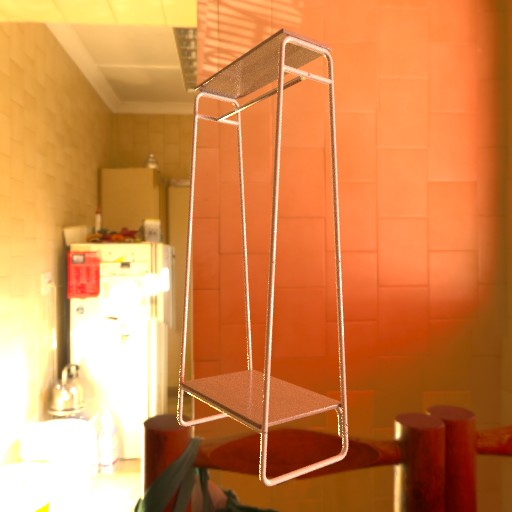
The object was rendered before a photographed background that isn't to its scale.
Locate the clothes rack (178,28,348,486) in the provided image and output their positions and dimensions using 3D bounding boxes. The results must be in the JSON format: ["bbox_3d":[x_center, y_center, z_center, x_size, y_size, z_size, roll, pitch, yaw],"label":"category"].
[{"bbox_3d":[0.000,0.000,1.797,0.400,1.512,0.640,0,0,-35],"label":"clothes rack"}]
